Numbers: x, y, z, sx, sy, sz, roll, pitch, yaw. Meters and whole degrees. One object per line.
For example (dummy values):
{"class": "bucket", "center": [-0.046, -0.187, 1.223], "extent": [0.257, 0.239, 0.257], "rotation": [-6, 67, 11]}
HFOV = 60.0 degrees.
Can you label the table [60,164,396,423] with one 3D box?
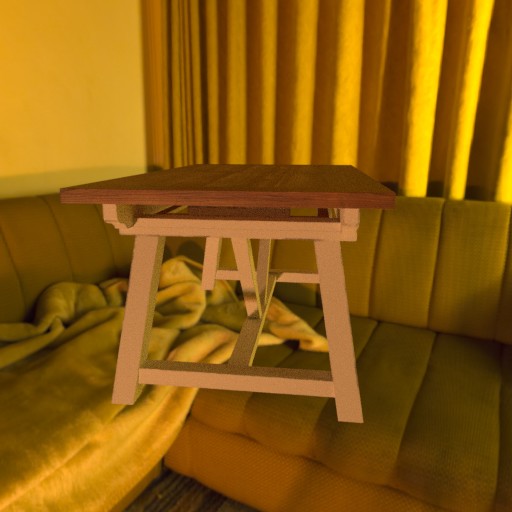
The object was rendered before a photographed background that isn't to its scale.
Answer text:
{"class": "table", "center": [0.000, 0.000, 2.007], "extent": [0.922, 0.743, 1.503], "rotation": [2, 14, 7]}
